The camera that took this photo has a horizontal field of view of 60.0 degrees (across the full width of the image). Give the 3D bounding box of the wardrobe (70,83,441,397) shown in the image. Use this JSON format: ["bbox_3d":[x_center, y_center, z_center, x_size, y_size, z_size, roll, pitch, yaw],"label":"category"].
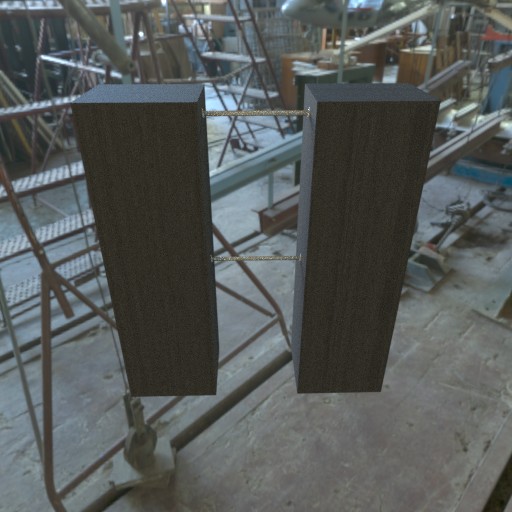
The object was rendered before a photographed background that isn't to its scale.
[{"bbox_3d":[0.000,0.000,2.834,1.770,2.000,0.480,-1,31,-1],"label":"wardrobe"}]
